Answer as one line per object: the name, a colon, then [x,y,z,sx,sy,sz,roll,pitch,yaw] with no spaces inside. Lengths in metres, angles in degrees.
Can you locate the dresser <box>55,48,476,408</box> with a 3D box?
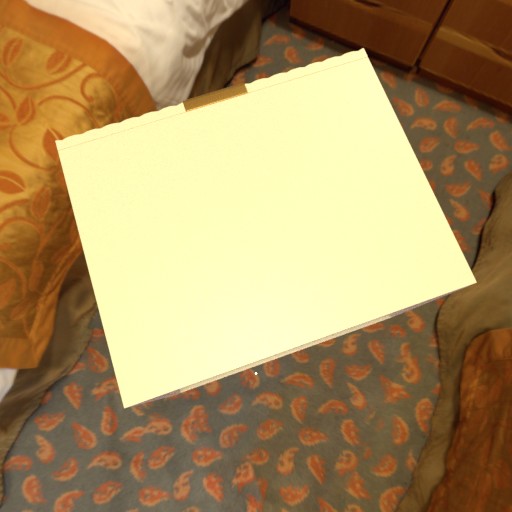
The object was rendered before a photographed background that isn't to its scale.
dresser: [0.000,0.000,0.915,0.503,0.568,0.414,-19,76,-5]
